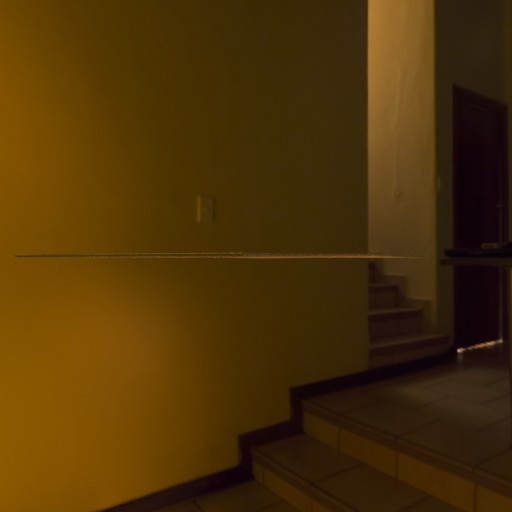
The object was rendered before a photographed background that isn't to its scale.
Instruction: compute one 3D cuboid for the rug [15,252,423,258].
[{"bbox_3d":[0.000,0.000,2.184,1.145,0.021,1.777,0,0,35],"label":"rug"}]
